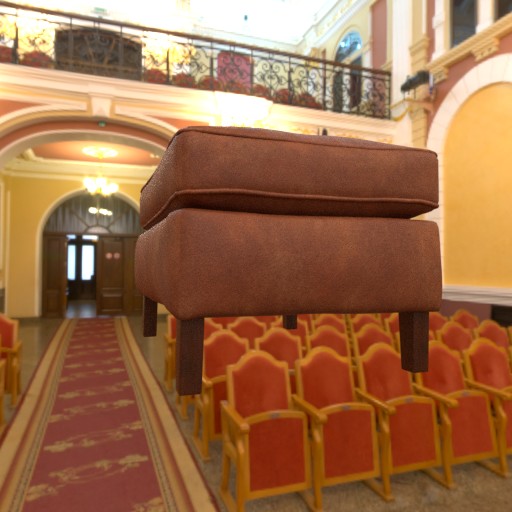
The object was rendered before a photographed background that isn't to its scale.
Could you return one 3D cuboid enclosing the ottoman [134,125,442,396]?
[{"bbox_3d":[0.000,0.000,0.994,0.501,0.418,0.665,0,-1,-19],"label":"ottoman"}]
